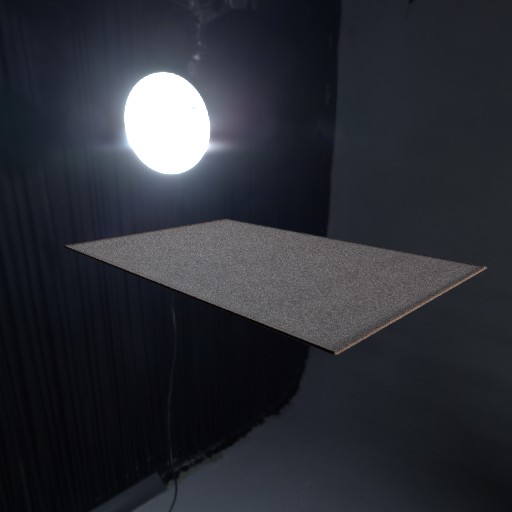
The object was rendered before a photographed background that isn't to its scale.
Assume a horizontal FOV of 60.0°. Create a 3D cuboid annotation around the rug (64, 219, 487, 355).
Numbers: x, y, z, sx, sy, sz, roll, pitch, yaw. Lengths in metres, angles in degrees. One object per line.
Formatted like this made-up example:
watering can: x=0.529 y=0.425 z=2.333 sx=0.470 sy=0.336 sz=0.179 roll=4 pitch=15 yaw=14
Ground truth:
rug: x=0.000 y=0.000 z=2.837 sx=2.286 sy=0.011 sz=1.524 roll=14 pitch=20 yaw=43
